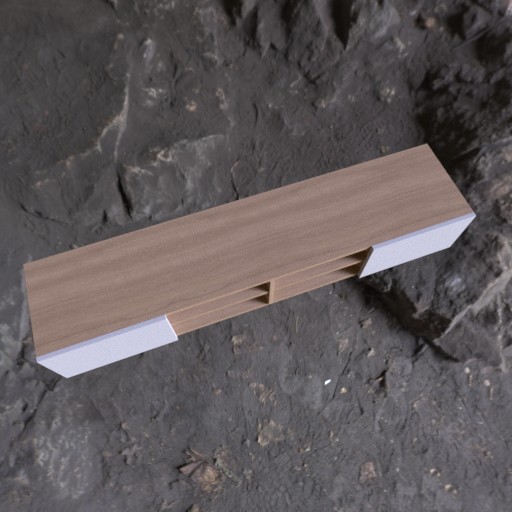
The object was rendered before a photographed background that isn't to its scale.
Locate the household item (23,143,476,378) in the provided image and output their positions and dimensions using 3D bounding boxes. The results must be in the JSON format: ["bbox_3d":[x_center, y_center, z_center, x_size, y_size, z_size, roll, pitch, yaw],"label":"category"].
[{"bbox_3d":[0.000,0.000,1.982,1.850,0.310,0.420,-18,65,-9],"label":"household item"}]
